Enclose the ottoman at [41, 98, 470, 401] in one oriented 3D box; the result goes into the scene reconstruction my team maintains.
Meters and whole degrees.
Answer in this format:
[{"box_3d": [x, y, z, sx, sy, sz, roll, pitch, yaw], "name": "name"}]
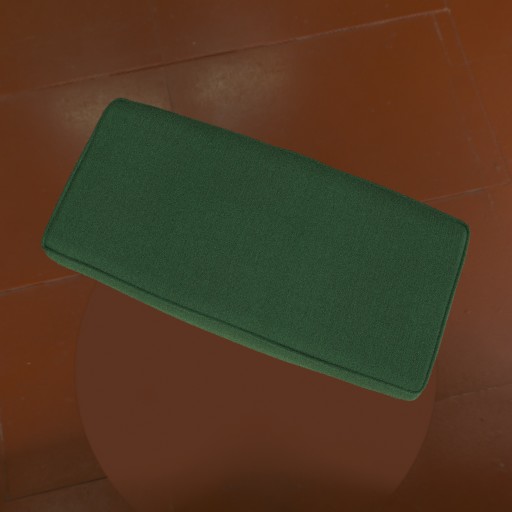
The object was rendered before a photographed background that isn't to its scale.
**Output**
[{"box_3d": [0.000, 0.000, 1.246, 0.957, 0.471, 0.483, 21, 78, 5], "name": "ottoman"}]
